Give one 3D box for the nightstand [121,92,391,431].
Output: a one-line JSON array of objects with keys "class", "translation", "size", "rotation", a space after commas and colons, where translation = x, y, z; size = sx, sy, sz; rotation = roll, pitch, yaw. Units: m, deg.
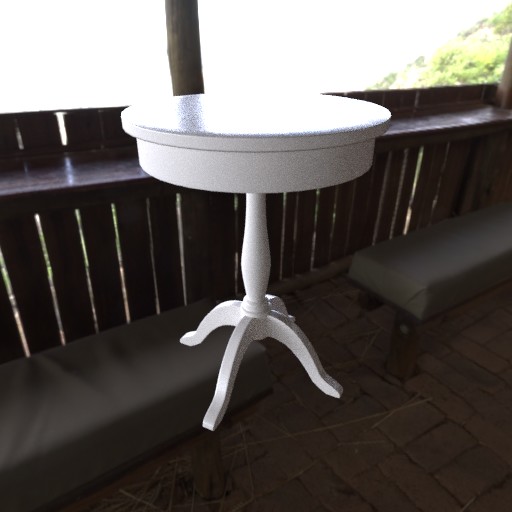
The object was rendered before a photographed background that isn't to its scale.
[{"class": "nightstand", "translation": [0.000, 0.000, 1.021], "size": [0.513, 0.653, 0.513], "rotation": [19, 33, 32]}]
